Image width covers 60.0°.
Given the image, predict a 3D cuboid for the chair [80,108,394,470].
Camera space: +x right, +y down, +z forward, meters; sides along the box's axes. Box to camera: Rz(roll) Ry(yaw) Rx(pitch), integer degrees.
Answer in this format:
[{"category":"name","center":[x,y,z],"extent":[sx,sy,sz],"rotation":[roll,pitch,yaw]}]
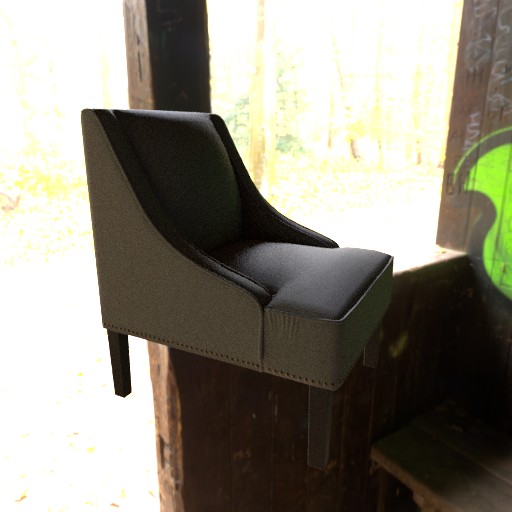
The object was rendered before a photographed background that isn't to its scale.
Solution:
[{"category":"chair","center":[0.000,0.000,1.376],"extent":[0.747,0.867,0.631],"rotation":[8,18,26]}]
